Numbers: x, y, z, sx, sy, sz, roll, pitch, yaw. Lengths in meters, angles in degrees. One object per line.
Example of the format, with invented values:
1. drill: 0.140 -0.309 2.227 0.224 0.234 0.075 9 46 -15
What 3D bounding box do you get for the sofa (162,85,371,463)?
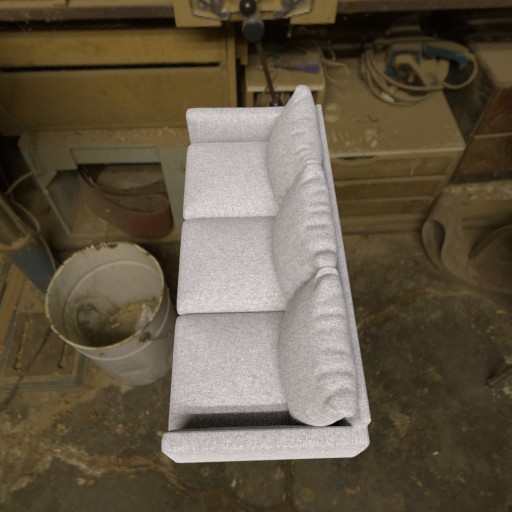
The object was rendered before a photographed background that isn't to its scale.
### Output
1. sofa: 0.000 0.000 2.406 0.850 0.830 2.000 -2 59 -1
